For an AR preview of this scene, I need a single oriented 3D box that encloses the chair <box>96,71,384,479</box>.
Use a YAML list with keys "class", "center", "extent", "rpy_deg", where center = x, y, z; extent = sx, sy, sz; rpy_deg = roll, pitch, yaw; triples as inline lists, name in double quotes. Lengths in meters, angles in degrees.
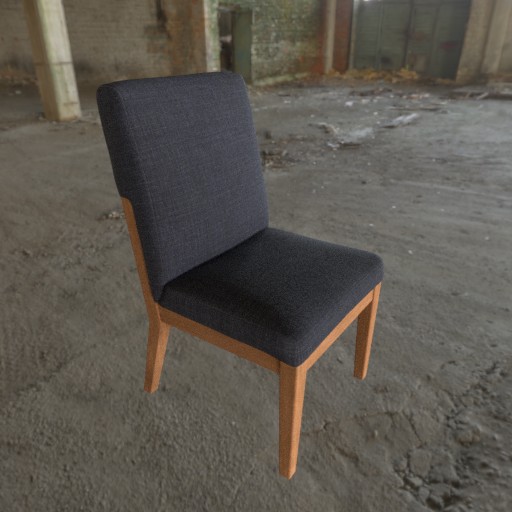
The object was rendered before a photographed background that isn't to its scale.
- class: "chair"
  center: [0.000, 0.000, 1.233]
  extent: [0.586, 0.911, 0.507]
  rpy_deg: [18, 32, 32]
